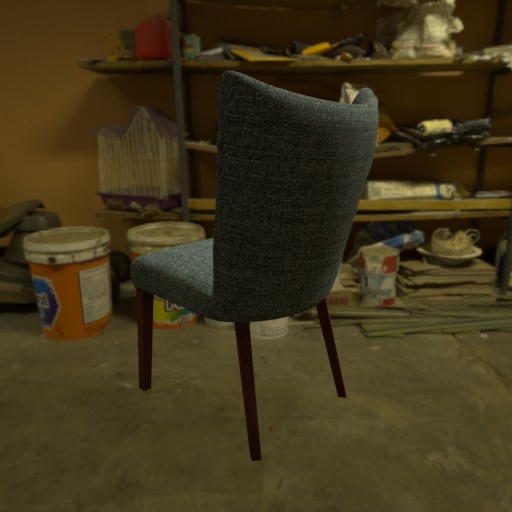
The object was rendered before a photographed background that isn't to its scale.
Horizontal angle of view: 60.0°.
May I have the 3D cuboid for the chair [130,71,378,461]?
[{"bbox_3d":[0.000,0.000,1.281,0.623,0.924,0.535,15,21,42],"label":"chair"}]
